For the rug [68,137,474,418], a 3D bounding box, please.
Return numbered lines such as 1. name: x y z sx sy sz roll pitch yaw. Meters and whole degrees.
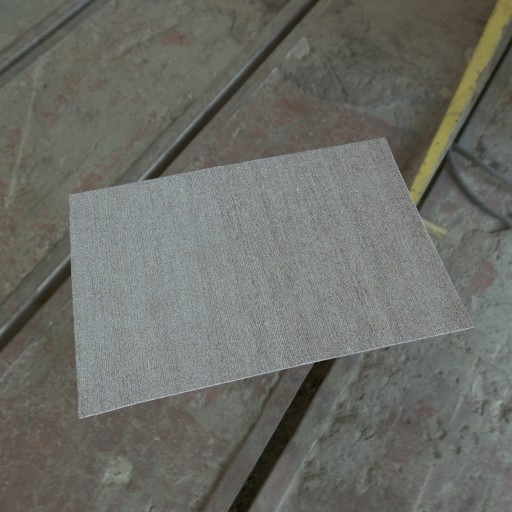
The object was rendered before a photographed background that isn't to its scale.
1. rug: 0.000 0.000 2.193 1.792 0.021 1.154 -11 64 -6
